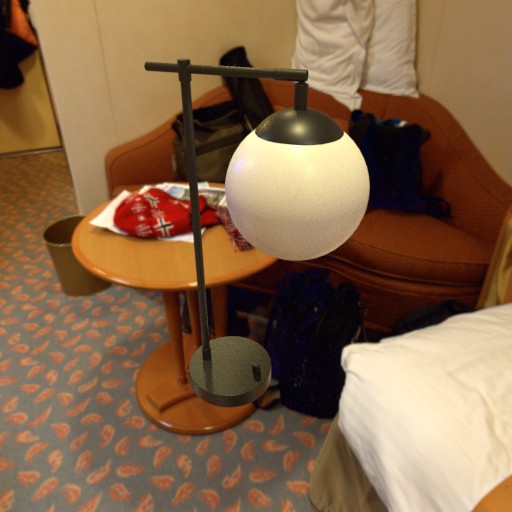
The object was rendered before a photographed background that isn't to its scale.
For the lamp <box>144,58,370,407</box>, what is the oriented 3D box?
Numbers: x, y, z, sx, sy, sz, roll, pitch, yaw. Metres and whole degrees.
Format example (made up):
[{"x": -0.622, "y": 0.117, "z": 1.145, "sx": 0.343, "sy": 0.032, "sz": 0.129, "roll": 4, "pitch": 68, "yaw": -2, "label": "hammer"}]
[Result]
[{"x": 0.000, "y": 0.000, "z": 0.694, "sx": 0.316, "sy": 0.559, "sz": 0.197, "roll": 11, "pitch": 33, "yaw": 17, "label": "lamp"}]
